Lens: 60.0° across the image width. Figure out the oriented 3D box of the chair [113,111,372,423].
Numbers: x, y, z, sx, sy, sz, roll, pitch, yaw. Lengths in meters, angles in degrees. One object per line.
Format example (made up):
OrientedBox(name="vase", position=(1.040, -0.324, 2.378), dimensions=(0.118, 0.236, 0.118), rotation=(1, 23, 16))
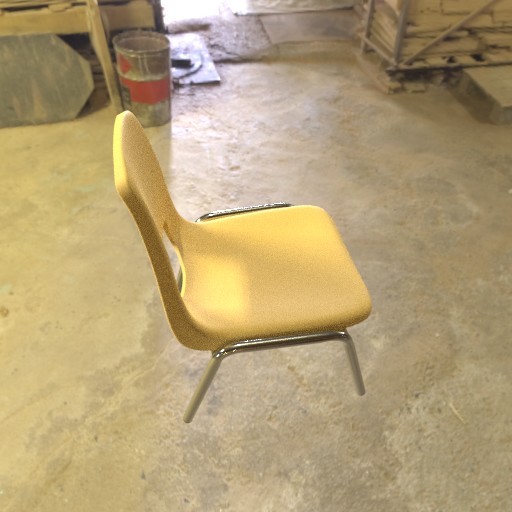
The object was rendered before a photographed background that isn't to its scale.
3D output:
OrientedBox(name="chair", position=(0.000, 0.000, 0.802), dimensions=(0.385, 0.536, 0.354), rotation=(-8, 46, -8))
